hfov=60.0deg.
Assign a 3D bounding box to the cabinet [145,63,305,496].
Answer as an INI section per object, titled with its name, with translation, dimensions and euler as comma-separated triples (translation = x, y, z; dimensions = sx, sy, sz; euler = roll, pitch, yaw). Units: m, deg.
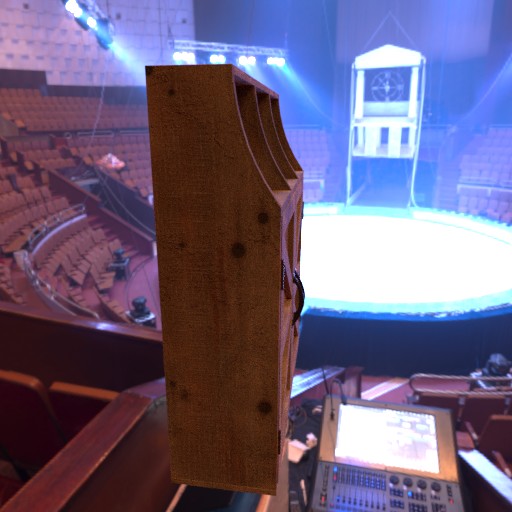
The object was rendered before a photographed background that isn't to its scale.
[cabinet]
translation = 0.000, 0.000, 0.813
dimensions = 0.184, 0.590, 0.489
euler = 3, 16, 9
